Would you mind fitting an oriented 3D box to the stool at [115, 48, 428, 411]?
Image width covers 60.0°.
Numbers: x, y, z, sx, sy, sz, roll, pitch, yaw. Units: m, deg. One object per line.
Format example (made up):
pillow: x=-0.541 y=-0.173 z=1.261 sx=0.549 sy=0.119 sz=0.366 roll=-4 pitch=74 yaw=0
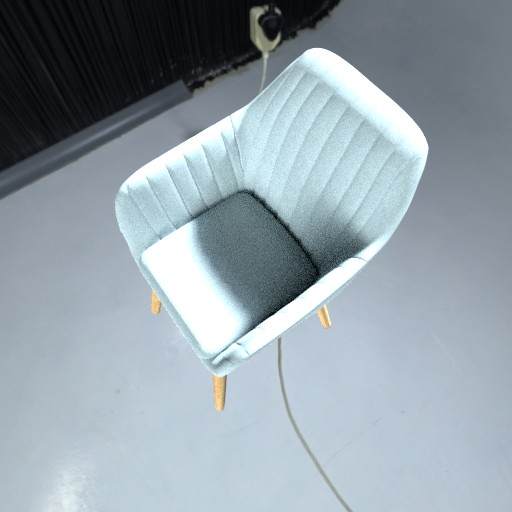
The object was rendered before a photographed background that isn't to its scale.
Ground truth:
stool: x=0.000 y=0.000 z=1.165 sx=0.590 sy=0.830 sz=0.503 roll=-33 pitch=68 yaw=-15
